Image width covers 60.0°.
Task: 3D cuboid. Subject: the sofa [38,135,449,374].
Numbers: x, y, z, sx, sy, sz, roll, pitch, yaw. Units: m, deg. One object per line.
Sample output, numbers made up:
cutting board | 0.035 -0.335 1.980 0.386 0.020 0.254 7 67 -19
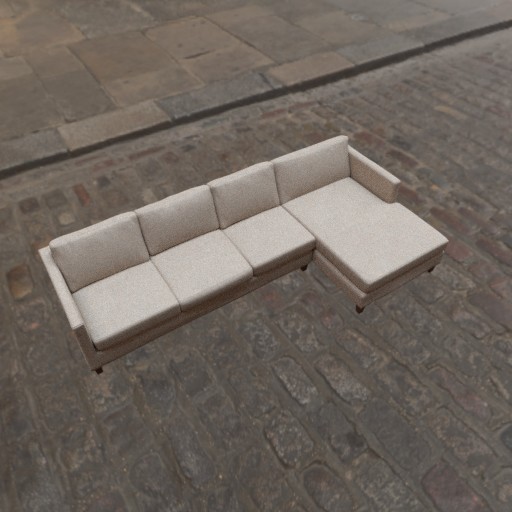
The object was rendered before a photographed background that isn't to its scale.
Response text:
sofa | 0.000 0.000 3.889 3.186 0.846 1.625 -25 50 -22
